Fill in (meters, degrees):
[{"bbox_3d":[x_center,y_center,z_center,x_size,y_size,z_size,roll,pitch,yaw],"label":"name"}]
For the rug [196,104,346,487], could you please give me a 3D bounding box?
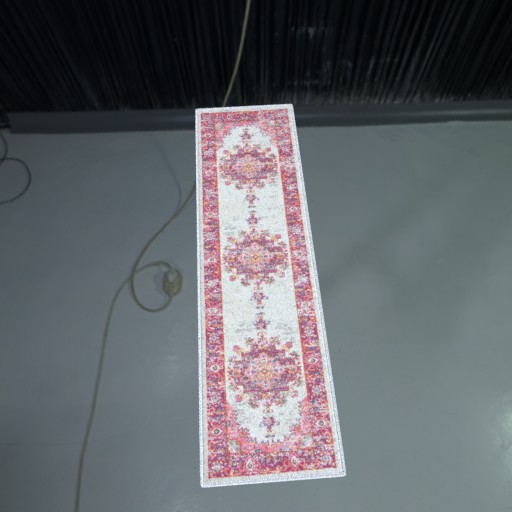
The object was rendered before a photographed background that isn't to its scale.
[{"bbox_3d":[0.000,0.000,2.519,0.666,0.011,2.294,-4,63,-2],"label":"rug"}]
